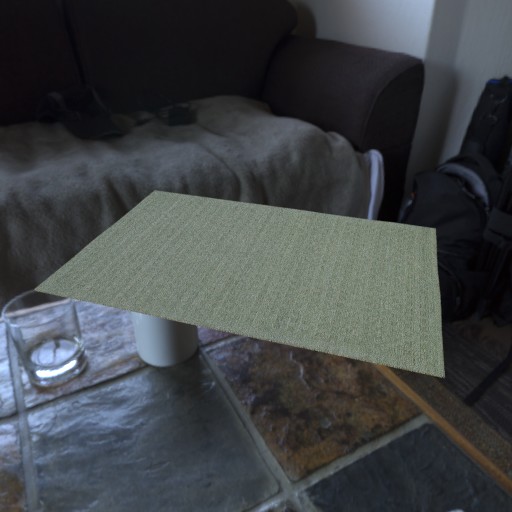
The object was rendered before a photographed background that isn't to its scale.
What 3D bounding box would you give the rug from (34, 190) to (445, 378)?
[{"bbox_3d":[0.000,0.000,2.234,1.747,0.006,1.143,9,33,15],"label":"rug"}]
